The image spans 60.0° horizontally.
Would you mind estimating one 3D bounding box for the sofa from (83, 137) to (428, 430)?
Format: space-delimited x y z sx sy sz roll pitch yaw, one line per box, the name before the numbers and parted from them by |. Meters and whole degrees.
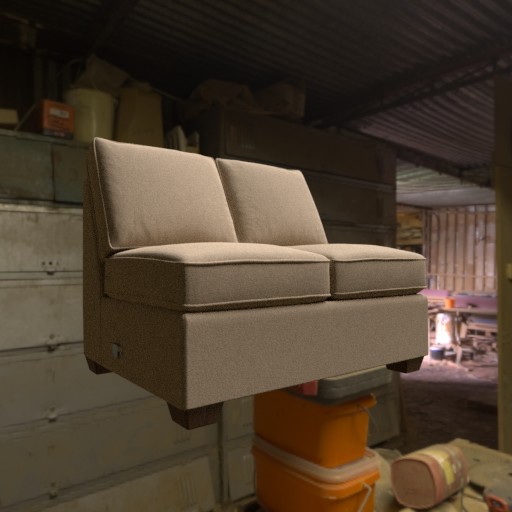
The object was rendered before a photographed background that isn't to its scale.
sofa | 0.000 0.000 1.956 1.237 1.008 0.951 0 -1 -37
